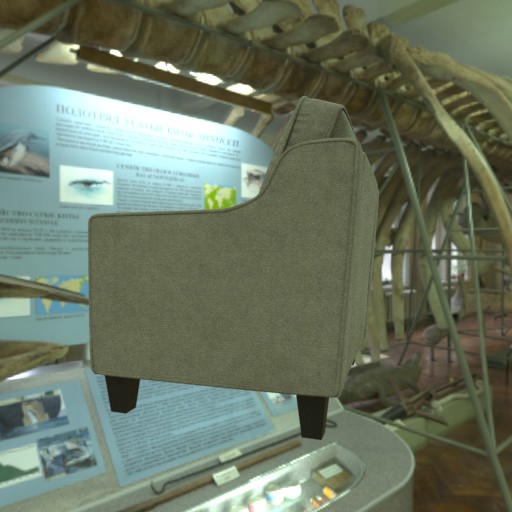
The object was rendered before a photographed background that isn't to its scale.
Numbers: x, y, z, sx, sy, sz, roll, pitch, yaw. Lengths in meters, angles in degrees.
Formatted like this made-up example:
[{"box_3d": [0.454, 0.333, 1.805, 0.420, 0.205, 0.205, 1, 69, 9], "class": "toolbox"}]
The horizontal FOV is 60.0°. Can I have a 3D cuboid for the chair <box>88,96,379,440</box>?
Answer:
[{"box_3d": [0.000, 0.000, 1.642, 0.840, 0.944, 0.926, 0, 1, 18], "class": "chair"}]
